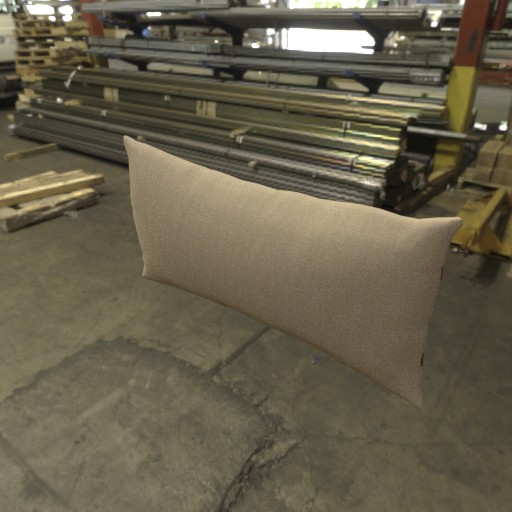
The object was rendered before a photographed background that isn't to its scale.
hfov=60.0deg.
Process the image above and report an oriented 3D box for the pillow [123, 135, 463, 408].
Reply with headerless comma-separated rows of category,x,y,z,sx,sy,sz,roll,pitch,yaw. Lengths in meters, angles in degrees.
pillow,0.000,0.000,0.735,0.612,0.308,0.148,20,35,31
